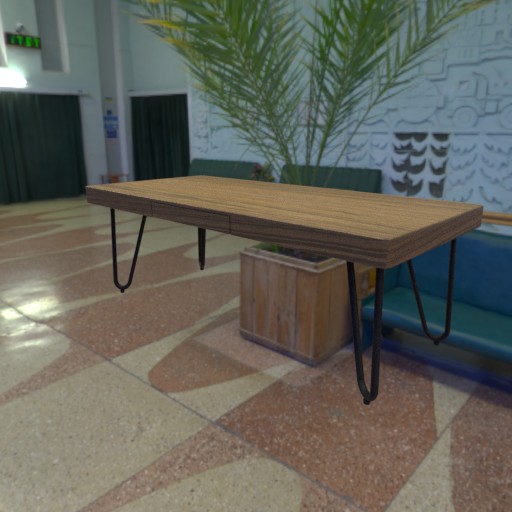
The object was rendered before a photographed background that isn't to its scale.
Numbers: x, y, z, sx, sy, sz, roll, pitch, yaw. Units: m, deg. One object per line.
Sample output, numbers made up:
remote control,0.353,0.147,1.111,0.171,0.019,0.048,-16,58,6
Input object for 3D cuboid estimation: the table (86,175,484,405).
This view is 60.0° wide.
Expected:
table,0.000,0.000,1.676,1.375,0.468,0.637,14,21,41
